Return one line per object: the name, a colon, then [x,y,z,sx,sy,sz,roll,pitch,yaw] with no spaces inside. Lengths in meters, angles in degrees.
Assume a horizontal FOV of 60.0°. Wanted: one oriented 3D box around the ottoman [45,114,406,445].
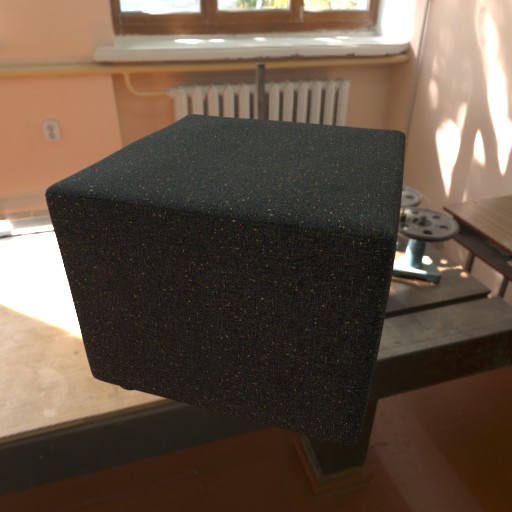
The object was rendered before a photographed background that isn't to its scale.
ottoman: [0.000,0.000,0.872,0.508,0.432,0.508,9,31,15]
